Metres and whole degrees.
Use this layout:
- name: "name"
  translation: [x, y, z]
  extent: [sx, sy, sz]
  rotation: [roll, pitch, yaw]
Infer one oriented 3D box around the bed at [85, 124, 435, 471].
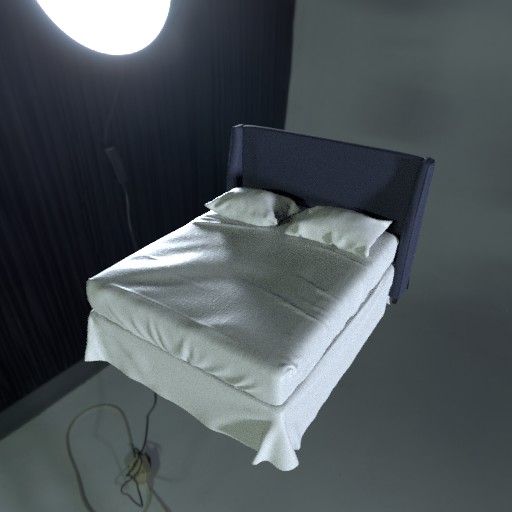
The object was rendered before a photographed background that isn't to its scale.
- name: "bed"
  translation: [0.000, 0.000, 3.471]
  extent: [1.925, 1.332, 2.276]
  rotation: [19, 36, 28]
